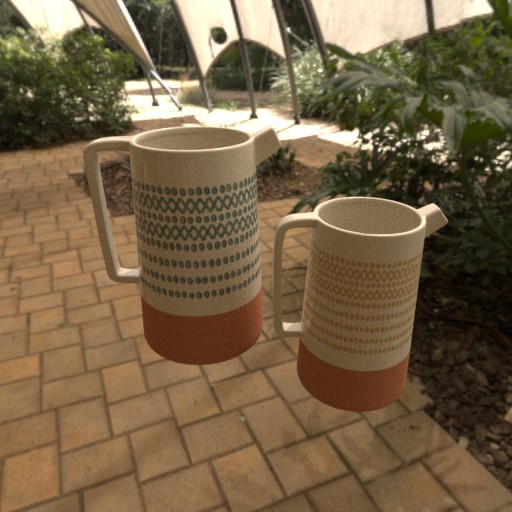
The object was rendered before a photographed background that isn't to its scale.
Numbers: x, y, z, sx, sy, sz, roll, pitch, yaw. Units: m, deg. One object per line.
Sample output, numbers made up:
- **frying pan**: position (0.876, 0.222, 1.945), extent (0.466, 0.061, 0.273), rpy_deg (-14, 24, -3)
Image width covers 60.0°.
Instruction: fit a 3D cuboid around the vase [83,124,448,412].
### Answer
- **vase**: position (0.000, 0.000, 0.458), extent (0.326, 0.247, 0.168), rpy_deg (19, 32, 33)
